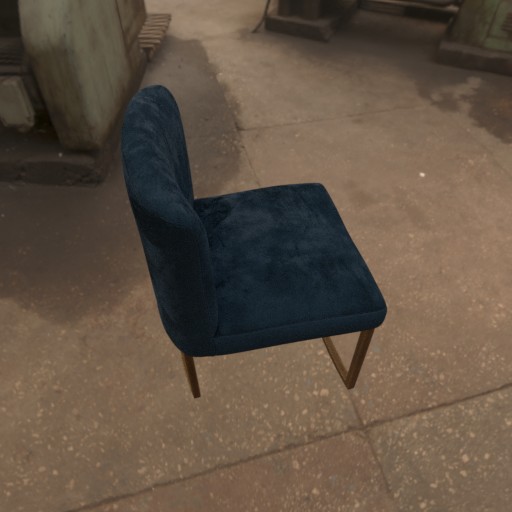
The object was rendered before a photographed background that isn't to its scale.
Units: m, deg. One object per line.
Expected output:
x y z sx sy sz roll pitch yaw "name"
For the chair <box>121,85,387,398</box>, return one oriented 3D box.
0.000 0.000 1.208 0.560 0.824 0.530 -10 48 -9 "chair"
